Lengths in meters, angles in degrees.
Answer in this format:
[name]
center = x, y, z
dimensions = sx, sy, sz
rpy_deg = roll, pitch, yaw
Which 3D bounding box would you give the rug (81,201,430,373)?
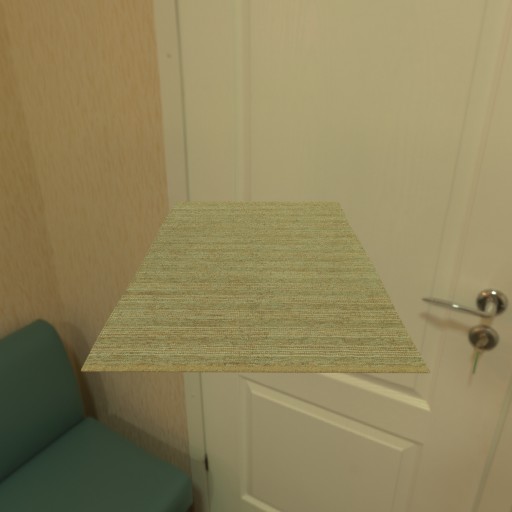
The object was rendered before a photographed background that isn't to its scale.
[rug]
center = 0.000, 0.000, 3.045
dimensions = 1.540, 0.012, 2.448
rpy_deg = 0, 24, 0
